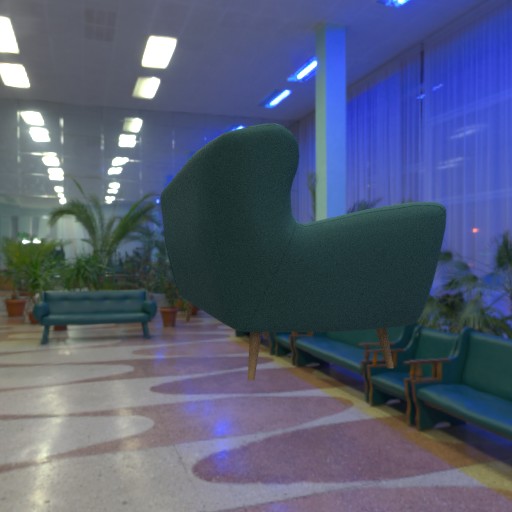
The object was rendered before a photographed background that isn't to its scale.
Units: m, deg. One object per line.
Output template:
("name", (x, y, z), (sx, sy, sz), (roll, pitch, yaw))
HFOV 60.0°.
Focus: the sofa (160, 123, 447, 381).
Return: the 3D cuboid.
("sofa", (0.000, 0.000, 2.371), (0.889, 0.890, 1.930), (0, 1, -18))
